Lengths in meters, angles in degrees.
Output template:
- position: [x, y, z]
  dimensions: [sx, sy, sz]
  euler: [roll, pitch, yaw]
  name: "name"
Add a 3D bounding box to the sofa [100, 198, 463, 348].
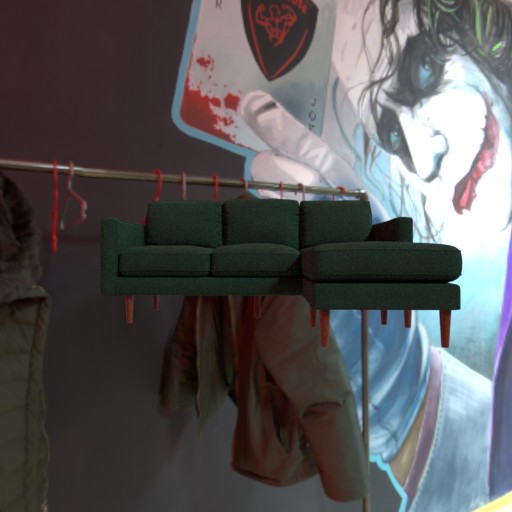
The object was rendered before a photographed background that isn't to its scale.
- position: [0.000, 0.000, 2.900]
  dimensions: [2.030, 0.899, 1.580]
  euler: [0, 0, 2]
  name: "sofa"
